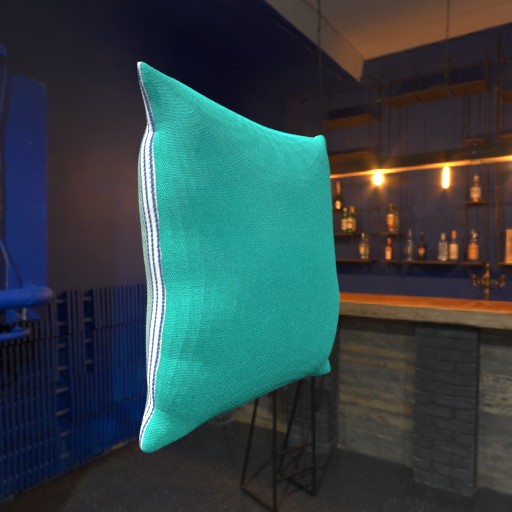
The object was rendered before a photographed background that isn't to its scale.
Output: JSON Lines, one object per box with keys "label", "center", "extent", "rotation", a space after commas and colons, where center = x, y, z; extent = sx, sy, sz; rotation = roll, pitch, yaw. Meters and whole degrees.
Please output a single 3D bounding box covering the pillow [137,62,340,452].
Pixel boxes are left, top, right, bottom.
{"label": "pillow", "center": [0.000, 0.000, 0.659], "extent": [0.182, 0.441, 0.440], "rotation": [1, 1, 36]}
